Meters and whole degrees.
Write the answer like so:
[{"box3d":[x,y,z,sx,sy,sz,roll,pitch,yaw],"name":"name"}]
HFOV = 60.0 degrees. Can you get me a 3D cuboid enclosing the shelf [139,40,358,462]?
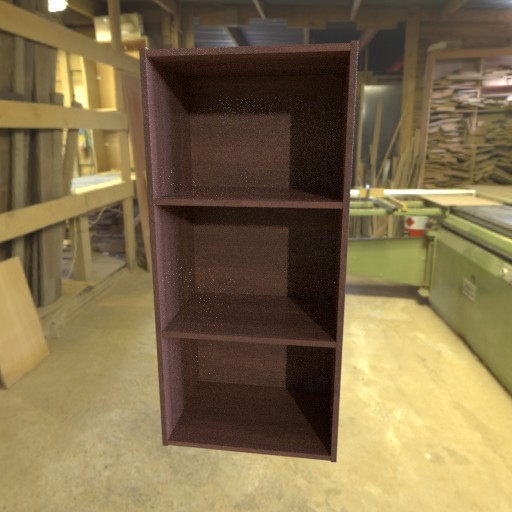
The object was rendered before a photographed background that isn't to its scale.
[{"box3d":[0.000,0.000,1.065,0.414,0.879,0.290,2,14,8],"name":"shelf"}]
